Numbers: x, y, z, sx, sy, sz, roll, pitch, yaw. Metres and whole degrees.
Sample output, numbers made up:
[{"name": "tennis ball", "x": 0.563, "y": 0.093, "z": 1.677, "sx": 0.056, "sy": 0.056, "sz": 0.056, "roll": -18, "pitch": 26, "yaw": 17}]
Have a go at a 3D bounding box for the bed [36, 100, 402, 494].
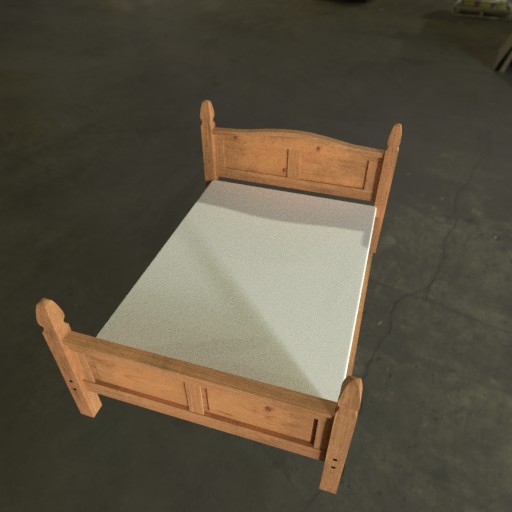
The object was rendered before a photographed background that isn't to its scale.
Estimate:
[{"name": "bed", "x": 0.000, "y": 0.000, "z": 2.798, "sx": 1.490, "sy": 1.100, "sz": 2.069, "roll": 11, "pitch": 42, "yaw": 13}]
